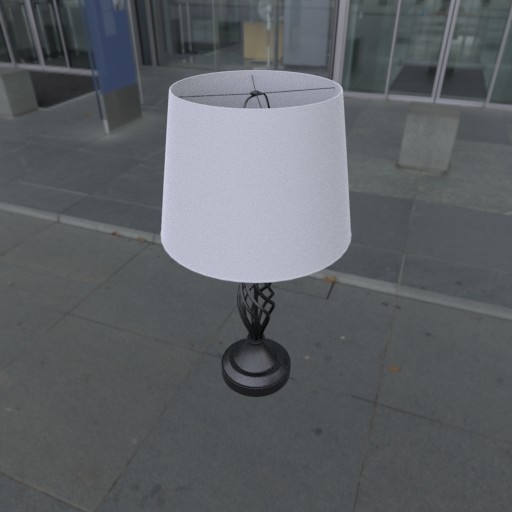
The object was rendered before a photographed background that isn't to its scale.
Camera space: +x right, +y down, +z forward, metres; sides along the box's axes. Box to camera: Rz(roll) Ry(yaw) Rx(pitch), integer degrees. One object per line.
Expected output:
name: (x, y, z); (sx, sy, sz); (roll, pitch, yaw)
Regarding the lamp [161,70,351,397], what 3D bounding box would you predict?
lamp: (0.000, 0.000, 0.813); (0.331, 0.594, 0.331); (0, 33, 0)
